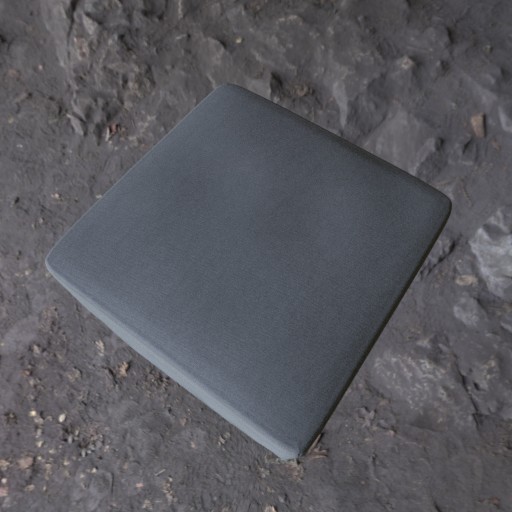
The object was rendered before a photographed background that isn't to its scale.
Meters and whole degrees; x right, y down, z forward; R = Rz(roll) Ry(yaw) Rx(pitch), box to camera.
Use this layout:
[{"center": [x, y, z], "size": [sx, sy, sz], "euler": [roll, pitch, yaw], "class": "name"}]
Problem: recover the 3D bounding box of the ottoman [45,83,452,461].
[{"center": [0.000, 0.000, 1.354], "size": [0.843, 0.441, 0.842], "euler": [32, 68, 15], "class": "ottoman"}]
